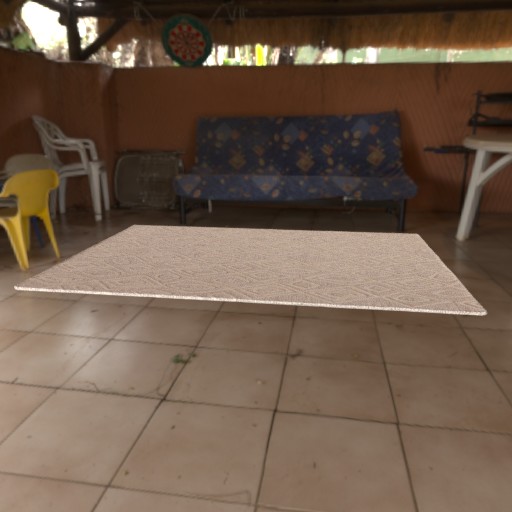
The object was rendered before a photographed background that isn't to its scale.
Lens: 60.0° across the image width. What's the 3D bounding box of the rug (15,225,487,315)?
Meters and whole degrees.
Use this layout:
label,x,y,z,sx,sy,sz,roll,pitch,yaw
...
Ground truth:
label,x,y,z,sx,sy,sz,roll,pitch,yaw
rug,0.000,0.000,2.262,1.832,0.016,1.224,2,16,8
